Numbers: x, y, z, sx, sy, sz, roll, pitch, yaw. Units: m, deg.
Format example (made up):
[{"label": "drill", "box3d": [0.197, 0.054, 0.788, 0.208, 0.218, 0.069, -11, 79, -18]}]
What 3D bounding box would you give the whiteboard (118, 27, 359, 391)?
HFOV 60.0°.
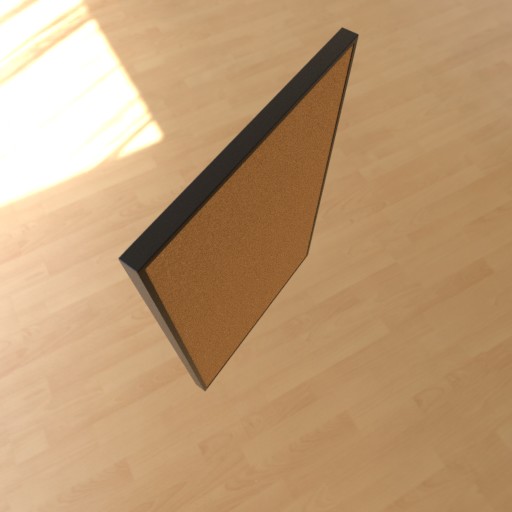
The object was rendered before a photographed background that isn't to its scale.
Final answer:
[{"label": "whiteboard", "box3d": [0.000, 0.000, 0.756, 0.026, 0.611, 0.406, 33, 68, 15]}]
